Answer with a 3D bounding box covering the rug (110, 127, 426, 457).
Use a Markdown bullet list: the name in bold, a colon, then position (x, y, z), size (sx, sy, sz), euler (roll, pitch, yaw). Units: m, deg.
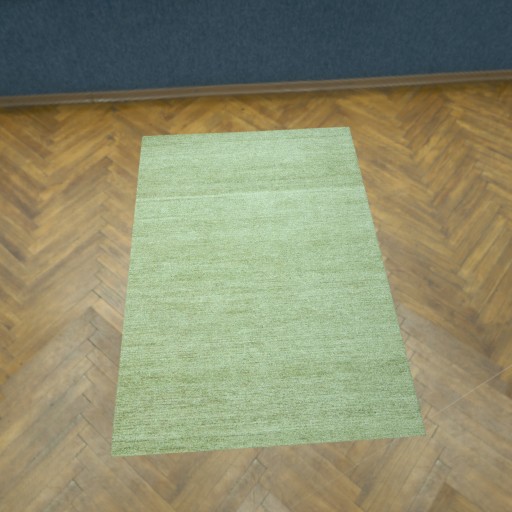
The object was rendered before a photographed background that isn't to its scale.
- **rug**: position (0.000, 0.000, 2.838), size (1.606, 0.017, 2.270), euler (-3, 58, -2)
